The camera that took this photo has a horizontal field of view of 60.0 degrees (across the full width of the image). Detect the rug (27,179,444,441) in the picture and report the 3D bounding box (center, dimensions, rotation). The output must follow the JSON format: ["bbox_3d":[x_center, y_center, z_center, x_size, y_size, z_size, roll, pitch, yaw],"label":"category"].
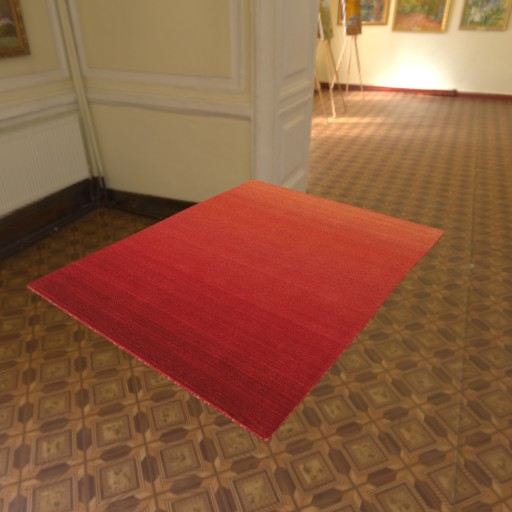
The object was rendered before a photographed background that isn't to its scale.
[{"bbox_3d":[0.000,0.000,3.847,2.340,0.028,2.905,21,36,31],"label":"rug"}]
